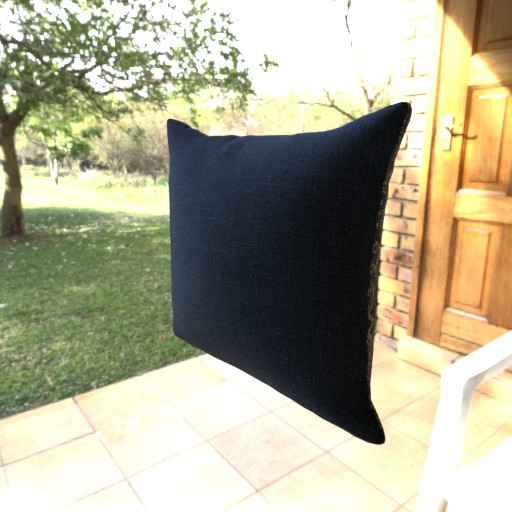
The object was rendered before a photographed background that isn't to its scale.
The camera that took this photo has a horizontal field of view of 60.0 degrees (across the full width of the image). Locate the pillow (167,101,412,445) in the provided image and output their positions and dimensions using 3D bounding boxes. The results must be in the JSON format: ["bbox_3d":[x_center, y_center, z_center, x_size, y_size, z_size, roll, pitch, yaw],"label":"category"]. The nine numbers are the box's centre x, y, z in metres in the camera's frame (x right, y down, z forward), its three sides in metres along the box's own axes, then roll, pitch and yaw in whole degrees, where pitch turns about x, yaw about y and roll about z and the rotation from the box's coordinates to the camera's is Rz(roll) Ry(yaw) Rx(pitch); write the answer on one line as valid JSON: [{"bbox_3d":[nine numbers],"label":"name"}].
[{"bbox_3d":[0.000,0.000,0.783,0.180,0.487,0.546,-13,19,-42],"label":"pillow"}]
